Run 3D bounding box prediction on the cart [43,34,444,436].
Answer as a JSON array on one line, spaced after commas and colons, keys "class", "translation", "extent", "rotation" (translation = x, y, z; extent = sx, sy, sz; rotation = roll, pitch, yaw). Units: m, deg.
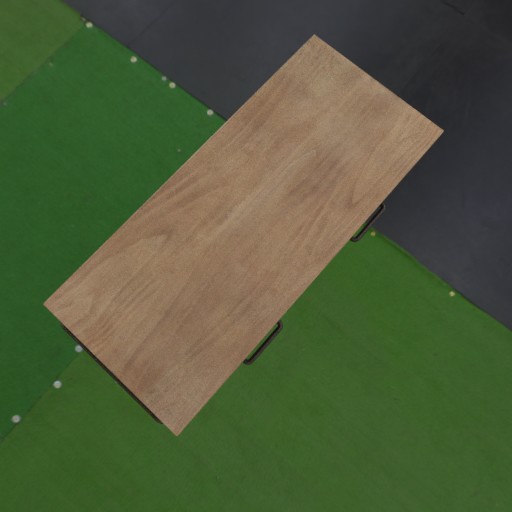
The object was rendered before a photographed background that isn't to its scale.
[{"class": "cart", "translation": [0.000, 0.000, 0.979], "extent": [0.298, 0.554, 0.686], "rotation": [41, 80, 9]}]
